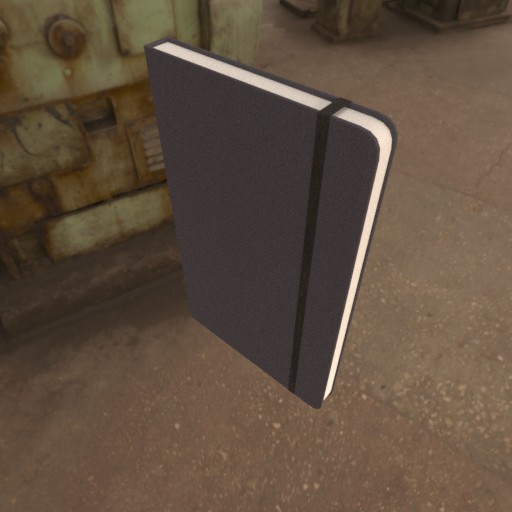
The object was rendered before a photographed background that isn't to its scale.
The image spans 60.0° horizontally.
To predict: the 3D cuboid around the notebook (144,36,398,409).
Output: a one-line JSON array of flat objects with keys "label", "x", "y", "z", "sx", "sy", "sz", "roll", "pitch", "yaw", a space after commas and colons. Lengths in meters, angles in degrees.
[{"label": "notebook", "x": 0.000, "y": 0.000, "z": 0.260, "sx": 0.127, "sy": 0.213, "sz": 0.016, "roll": 31, "pitch": 53, "yaw": 27}]
